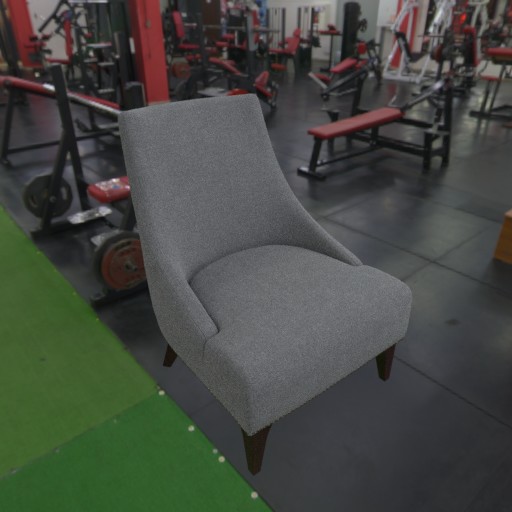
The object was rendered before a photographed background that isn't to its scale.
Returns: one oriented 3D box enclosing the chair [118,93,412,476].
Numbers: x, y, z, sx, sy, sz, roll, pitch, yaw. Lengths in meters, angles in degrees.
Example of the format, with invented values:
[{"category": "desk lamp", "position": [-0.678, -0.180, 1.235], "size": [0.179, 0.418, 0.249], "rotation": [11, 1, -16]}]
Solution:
[{"category": "chair", "position": [0.000, 0.000, 1.510], "size": [0.701, 0.909, 0.861], "rotation": [-21, 36, -32]}]
